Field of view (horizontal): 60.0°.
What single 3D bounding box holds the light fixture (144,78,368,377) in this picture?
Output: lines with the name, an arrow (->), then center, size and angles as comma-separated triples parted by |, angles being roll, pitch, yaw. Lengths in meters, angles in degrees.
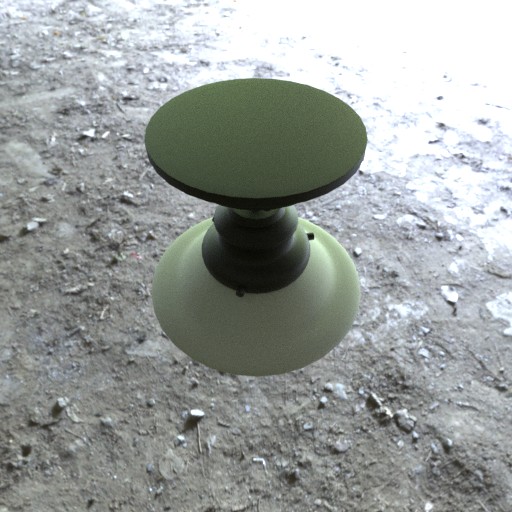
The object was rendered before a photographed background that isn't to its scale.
light fixture -> 0.000, 0.000, 0.395 | 0.197, 0.254, 0.197 | 0, 46, 0
